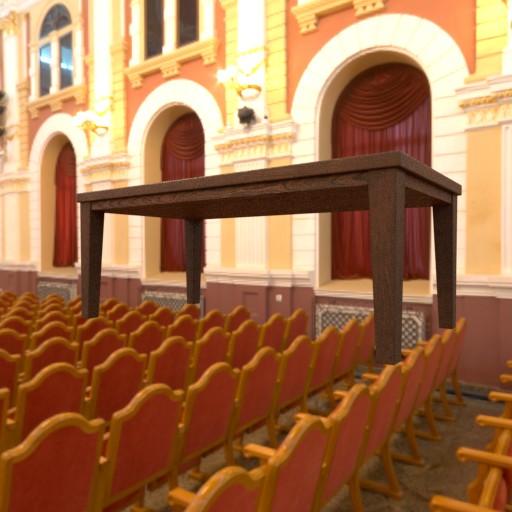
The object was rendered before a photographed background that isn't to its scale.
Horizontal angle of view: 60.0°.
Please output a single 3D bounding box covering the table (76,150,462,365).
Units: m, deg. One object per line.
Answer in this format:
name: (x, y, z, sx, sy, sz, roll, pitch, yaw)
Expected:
table: (0.000, 0.000, 2.542, 1.981, 0.762, 1.016, 0, 1, 36)
